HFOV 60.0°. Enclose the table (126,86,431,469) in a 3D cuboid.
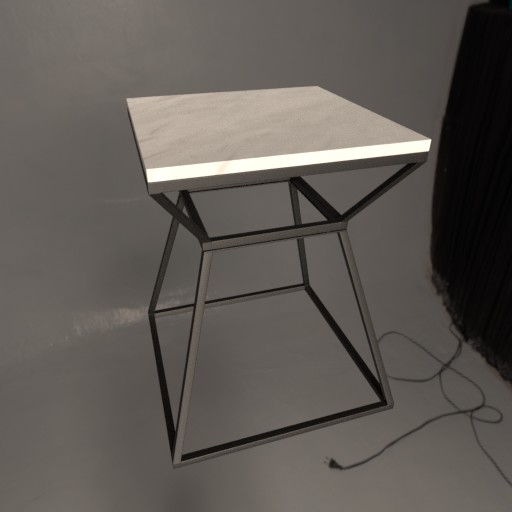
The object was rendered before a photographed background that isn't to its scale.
[{"bbox_3d":[0.000,0.000,0.898,0.455,0.559,0.455,-9,33,-15],"label":"table"}]
